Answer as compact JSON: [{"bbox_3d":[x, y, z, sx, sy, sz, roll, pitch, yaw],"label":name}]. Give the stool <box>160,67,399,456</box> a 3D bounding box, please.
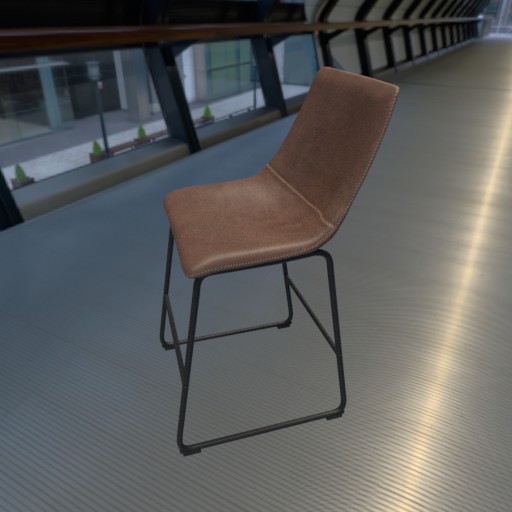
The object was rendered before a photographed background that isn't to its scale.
[{"bbox_3d":[0.000,0.000,1.192,0.550,0.890,0.460,-8,30,-14],"label":"stool"}]
